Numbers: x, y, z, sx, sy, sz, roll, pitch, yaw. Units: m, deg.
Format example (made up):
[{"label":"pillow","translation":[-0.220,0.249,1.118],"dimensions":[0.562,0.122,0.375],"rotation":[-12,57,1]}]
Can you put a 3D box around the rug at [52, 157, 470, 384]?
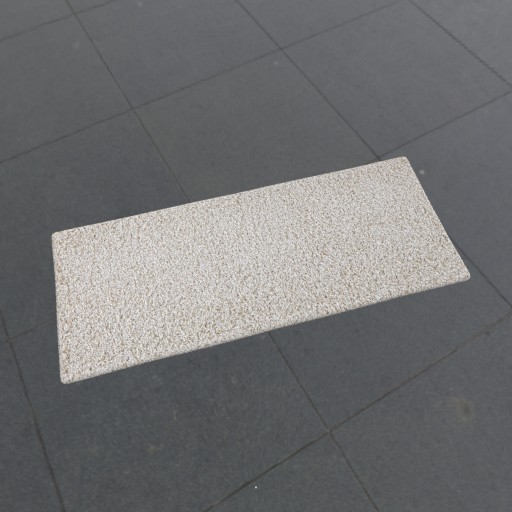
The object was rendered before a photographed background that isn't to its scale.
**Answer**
[{"label":"rug","translation":[0.000,0.000,1.725],"dimensions":[1.524,0.030,0.609],"rotation":[-13,63,-7]}]
